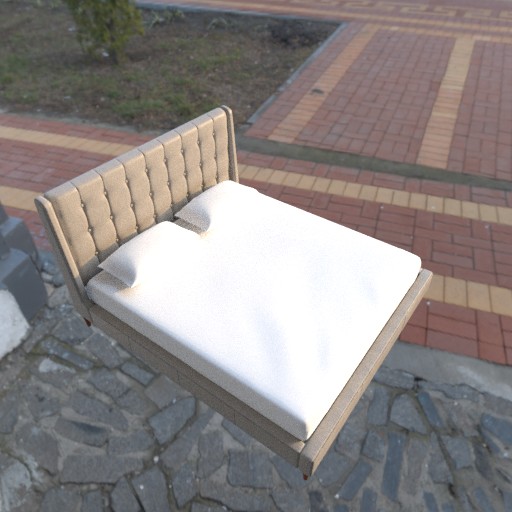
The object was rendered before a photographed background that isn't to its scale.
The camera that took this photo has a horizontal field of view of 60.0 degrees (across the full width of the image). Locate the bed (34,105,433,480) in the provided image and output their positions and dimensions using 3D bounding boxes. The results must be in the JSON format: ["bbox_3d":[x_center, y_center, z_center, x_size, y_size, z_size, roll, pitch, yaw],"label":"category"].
[{"bbox_3d":[0.000,0.000,3.561,2.342,1.289,2.062,25,47,27],"label":"bed"}]
